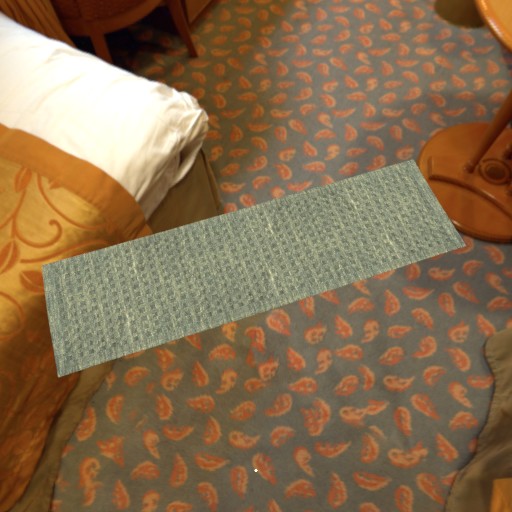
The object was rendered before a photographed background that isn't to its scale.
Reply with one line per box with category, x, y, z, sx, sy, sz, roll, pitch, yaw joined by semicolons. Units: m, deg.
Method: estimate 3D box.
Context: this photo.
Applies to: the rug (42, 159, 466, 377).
rug;0.000;0.000;2.643;2.443;0.008;0.688;-17;65;-8
